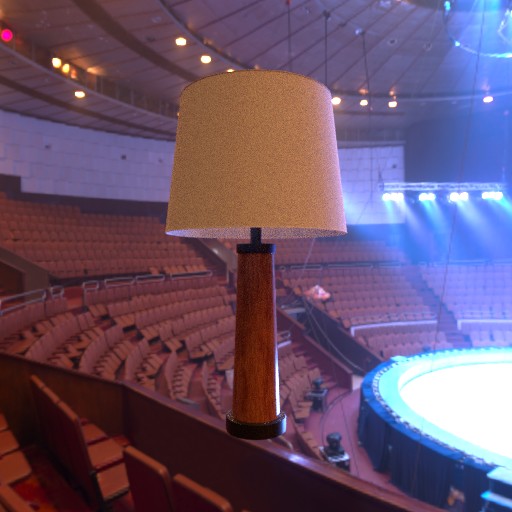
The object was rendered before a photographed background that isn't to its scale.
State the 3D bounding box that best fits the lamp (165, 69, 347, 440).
[{"bbox_3d":[0.000,0.000,0.862,0.349,0.667,0.349,0,-1,0],"label":"lamp"}]
